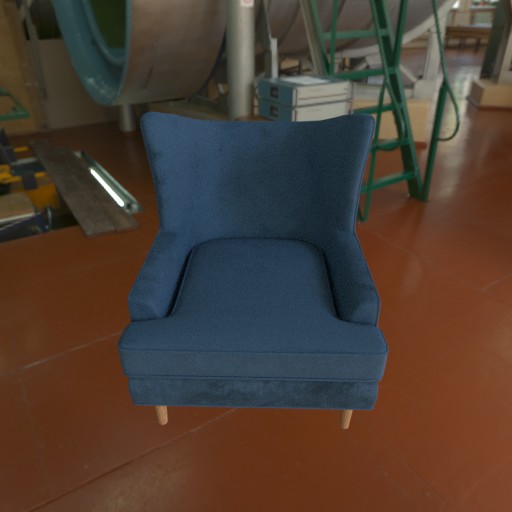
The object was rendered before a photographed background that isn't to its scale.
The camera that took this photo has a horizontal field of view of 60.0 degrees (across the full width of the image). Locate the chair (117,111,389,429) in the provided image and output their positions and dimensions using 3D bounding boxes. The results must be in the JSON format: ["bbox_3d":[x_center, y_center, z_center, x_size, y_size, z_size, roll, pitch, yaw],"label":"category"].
[{"bbox_3d":[0.000,0.000,1.613,0.793,0.952,0.910,1,30,1],"label":"chair"}]
